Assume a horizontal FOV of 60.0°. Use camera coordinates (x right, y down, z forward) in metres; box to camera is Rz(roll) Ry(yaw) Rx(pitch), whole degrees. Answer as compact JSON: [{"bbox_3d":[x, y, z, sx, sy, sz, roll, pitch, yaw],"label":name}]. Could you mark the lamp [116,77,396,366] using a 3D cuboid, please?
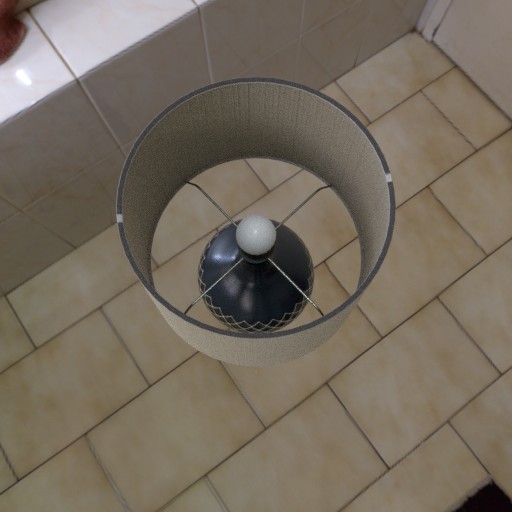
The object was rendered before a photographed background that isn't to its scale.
[{"bbox_3d":[0.000,0.000,0.776,0.376,0.540,0.376,0,75,0],"label":"lamp"}]
